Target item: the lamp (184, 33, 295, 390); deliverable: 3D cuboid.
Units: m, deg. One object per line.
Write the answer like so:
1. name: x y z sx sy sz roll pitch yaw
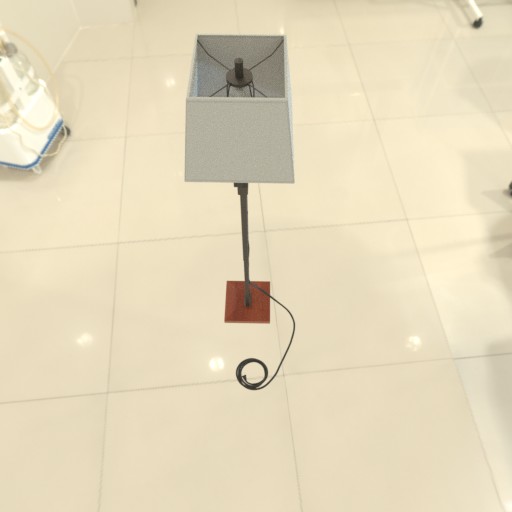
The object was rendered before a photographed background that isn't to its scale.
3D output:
1. lamp: 0.000 0.000 1.947 0.472 1.712 0.745 1 59 1
